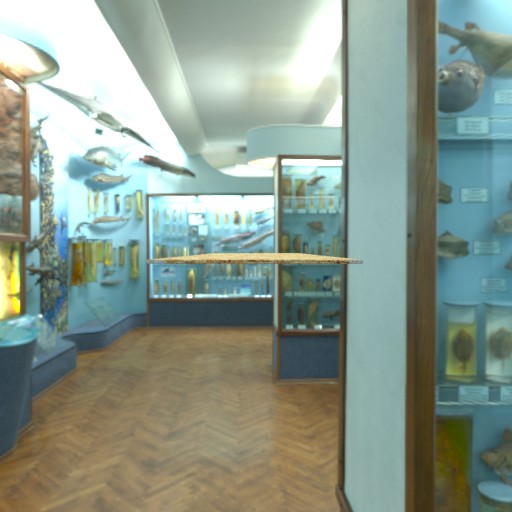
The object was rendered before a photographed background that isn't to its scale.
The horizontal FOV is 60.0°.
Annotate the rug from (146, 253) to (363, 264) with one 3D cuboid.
[{"bbox_3d":[0.000,0.000,2.489,0.680,0.014,2.237,0,1,0],"label":"rug"}]
